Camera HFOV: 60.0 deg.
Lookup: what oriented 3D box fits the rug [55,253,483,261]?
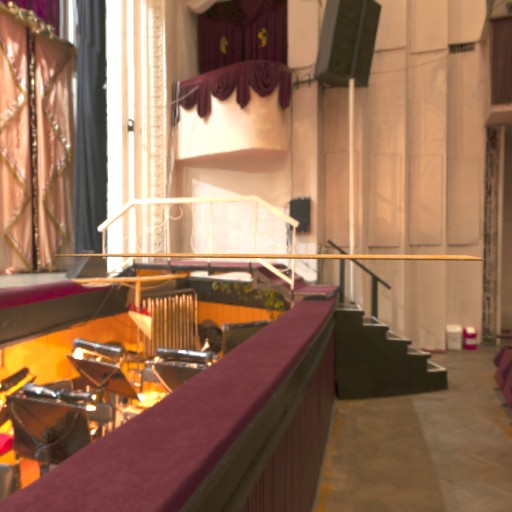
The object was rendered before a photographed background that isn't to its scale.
[{"bbox_3d":[0.000,0.000,2.736,2.438,0.010,0.775,0,1,20],"label":"rug"}]
